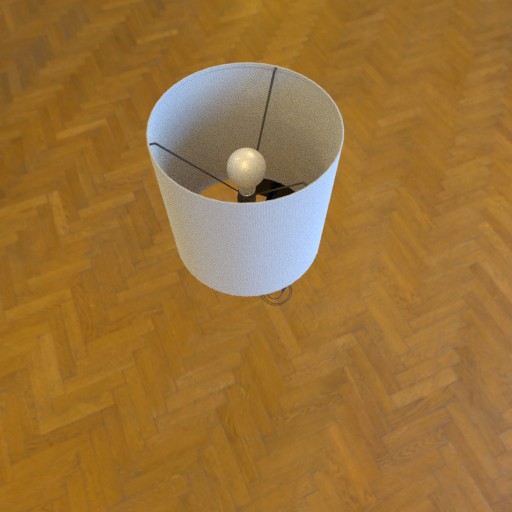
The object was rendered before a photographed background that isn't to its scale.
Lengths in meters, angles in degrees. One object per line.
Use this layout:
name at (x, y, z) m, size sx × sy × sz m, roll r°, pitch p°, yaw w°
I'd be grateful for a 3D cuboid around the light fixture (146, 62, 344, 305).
light fixture at (0.000, 0.000, 0.691) m, size 0.188 × 0.589 × 0.248 m, roll 17°, pitch 61°, yaw 10°
